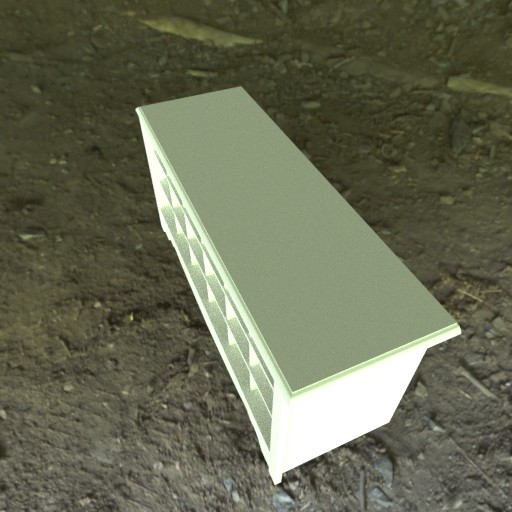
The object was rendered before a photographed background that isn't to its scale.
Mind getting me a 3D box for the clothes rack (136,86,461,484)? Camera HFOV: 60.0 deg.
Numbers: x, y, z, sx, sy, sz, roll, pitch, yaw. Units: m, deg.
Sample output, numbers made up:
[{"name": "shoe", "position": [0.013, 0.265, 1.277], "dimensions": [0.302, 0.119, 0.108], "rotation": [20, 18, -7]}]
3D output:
[{"name": "clothes rack", "position": [0.000, 0.000, 1.450], "dimensions": [0.405, 0.558, 1.218], "rotation": [-18, 49, -16]}]
